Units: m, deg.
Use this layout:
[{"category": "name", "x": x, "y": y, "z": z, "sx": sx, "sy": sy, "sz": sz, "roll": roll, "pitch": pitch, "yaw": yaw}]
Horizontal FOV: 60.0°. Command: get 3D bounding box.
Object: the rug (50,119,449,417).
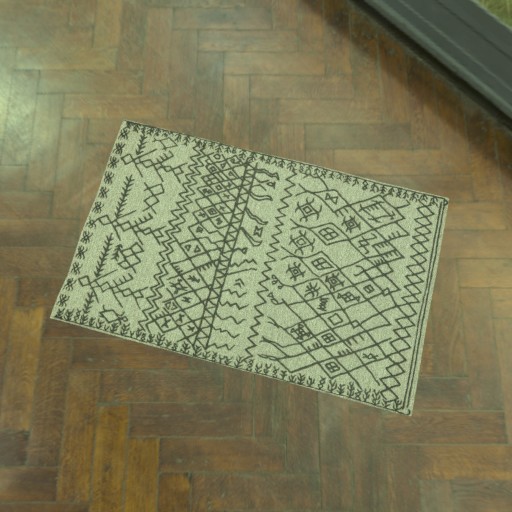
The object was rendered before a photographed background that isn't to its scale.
[{"category": "rug", "x": 0.000, "y": 0.000, "z": 4.788, "sx": 3.824, "sy": 0.019, "sz": 2.393, "roll": 14, "pitch": 77, "yaw": 3}]
